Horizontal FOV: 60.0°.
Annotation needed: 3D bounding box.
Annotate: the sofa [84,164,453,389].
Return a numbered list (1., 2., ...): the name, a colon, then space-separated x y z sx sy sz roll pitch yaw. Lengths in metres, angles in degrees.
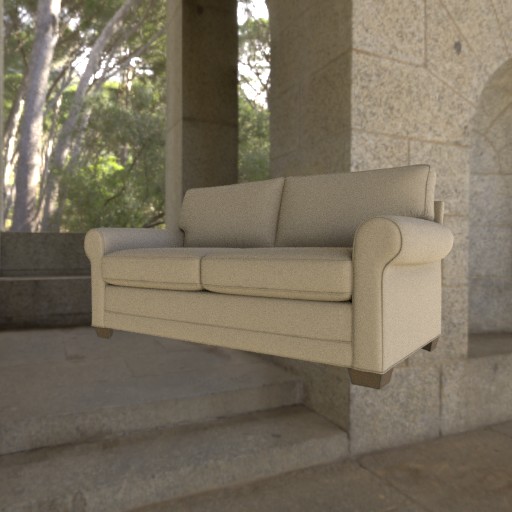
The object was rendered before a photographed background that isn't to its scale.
1. sofa: 0.000 0.000 2.434 1.930 0.952 0.940 1 1 35
